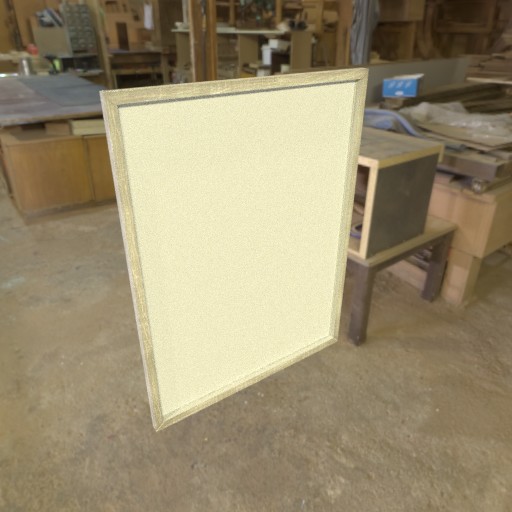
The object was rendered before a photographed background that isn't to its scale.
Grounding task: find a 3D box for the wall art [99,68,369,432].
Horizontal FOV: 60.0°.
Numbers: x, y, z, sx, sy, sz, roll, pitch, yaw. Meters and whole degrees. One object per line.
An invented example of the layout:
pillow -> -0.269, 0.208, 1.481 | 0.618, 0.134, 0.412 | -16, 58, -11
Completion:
wall art -> 0.000, 0.000, 1.361 | 0.781, 1.022, 0.035 | -18, 34, -30
